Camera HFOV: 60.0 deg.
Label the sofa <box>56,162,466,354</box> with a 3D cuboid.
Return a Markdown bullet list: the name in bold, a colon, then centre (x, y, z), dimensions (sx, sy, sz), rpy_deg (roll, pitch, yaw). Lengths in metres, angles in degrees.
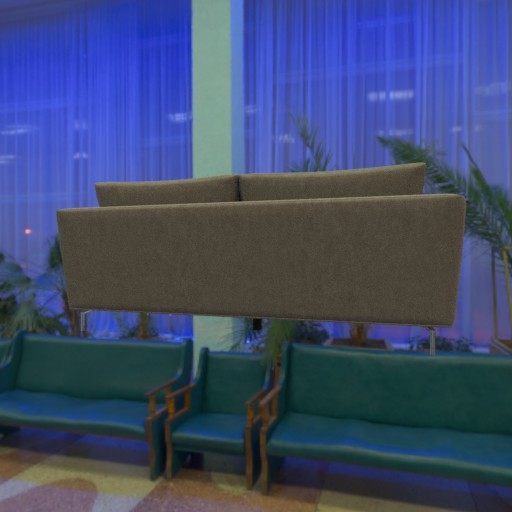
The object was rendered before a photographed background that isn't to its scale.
- **sofa**: centre (0.000, 0.000, 2.563), dimensions (2.121, 0.864, 0.889), rpy_deg (0, 0, 18)
